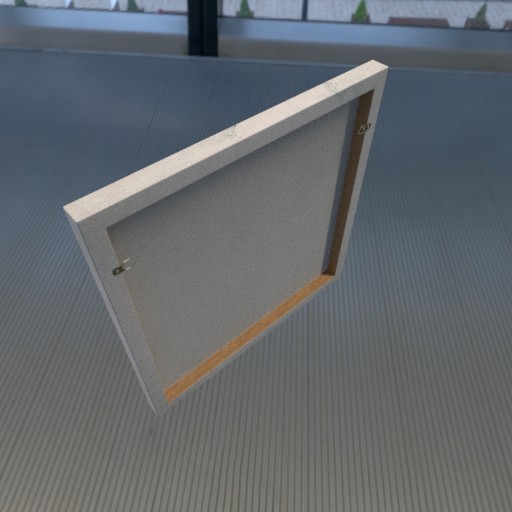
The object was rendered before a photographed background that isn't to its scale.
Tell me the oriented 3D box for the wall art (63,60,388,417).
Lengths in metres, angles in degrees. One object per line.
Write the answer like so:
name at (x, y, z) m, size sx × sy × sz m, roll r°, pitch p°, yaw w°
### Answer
wall art at (0.000, 0.000, 0.908) m, size 0.612 × 0.612 × 0.040 m, roll -33°, pitch 56°, yaw -26°
